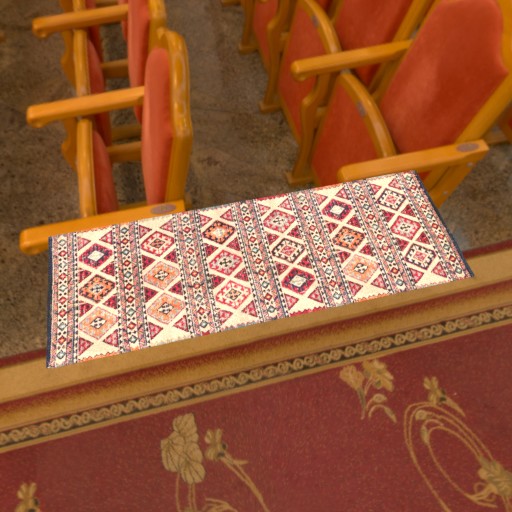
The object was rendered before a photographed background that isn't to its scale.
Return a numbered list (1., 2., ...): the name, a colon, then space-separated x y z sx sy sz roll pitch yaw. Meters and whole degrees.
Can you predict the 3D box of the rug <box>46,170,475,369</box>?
1. rug: 0.000 0.000 2.582 2.362 0.008 0.832 -11 59 -7
